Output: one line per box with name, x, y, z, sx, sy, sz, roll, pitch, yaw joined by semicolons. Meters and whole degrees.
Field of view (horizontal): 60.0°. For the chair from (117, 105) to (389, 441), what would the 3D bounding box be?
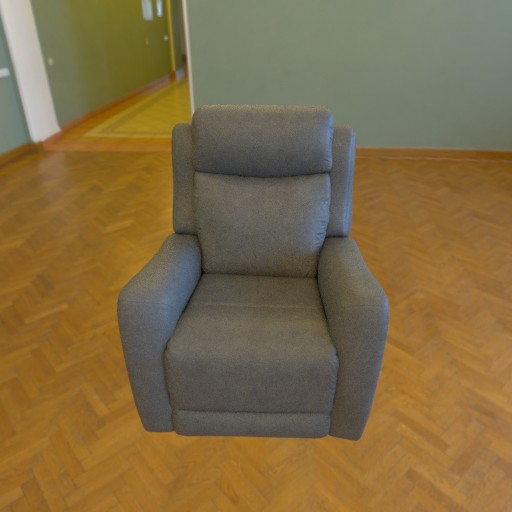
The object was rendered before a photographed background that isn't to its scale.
chair;0.000;0.000;1.937;0.967;1.116;1.068;2;29;3
